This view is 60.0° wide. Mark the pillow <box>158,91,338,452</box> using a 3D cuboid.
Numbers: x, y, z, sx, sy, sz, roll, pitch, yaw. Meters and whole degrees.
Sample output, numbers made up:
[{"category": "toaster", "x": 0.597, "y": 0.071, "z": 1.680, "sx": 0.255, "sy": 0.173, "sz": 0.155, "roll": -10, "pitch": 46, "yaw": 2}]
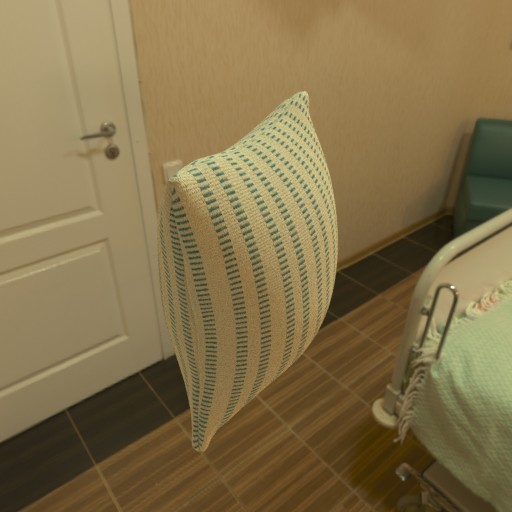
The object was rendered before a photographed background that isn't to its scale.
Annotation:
[{"category": "pillow", "x": 0.000, "y": 0.000, "z": 0.696, "sx": 0.247, "sy": 0.419, "sz": 0.438, "roll": 12, "pitch": 34, "yaw": 18}]
